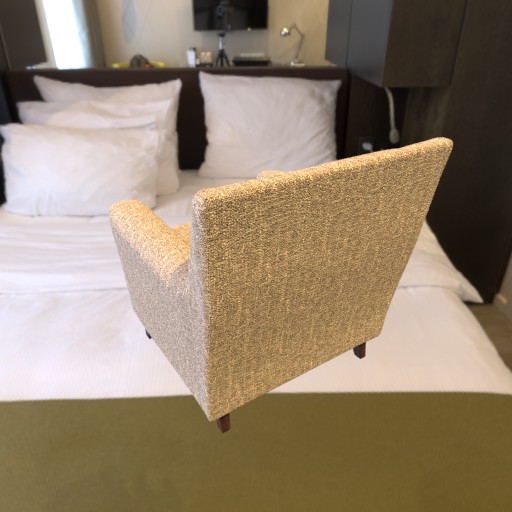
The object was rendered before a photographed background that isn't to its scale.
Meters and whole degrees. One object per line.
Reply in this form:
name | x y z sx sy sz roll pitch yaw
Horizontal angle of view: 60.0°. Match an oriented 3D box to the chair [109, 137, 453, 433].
chair | 0.000 0.000 1.652 0.864 0.928 0.873 -18 34 -29
